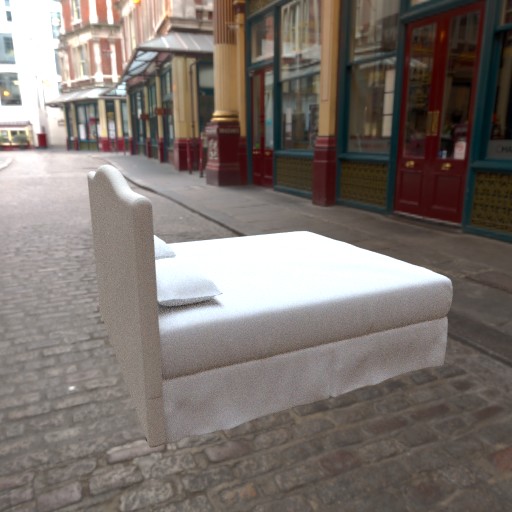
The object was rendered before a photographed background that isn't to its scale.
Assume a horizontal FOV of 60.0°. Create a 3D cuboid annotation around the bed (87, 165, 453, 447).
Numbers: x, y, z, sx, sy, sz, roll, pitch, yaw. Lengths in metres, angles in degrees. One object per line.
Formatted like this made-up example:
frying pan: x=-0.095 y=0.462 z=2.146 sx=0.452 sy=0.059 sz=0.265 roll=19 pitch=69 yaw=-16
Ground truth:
bed: x=0.000 y=0.000 z=3.424 sx=2.182 sy=1.421 sz=2.083 roll=-7 pitch=16 yaw=-25
